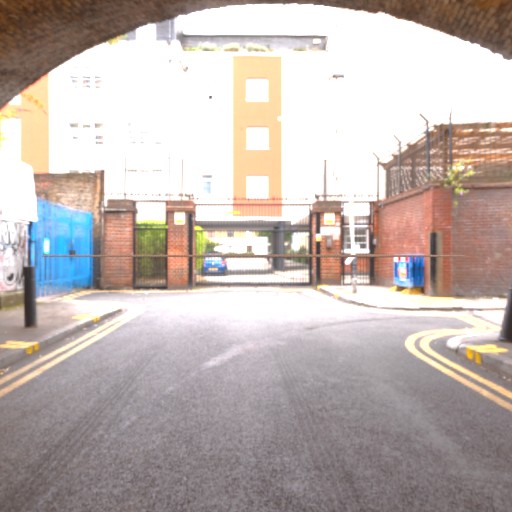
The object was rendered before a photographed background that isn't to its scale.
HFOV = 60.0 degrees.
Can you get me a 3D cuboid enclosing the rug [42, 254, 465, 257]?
[{"bbox_3d":[0.000,0.000,4.078,3.046,0.015,2.446,0,0,37],"label":"rug"}]
